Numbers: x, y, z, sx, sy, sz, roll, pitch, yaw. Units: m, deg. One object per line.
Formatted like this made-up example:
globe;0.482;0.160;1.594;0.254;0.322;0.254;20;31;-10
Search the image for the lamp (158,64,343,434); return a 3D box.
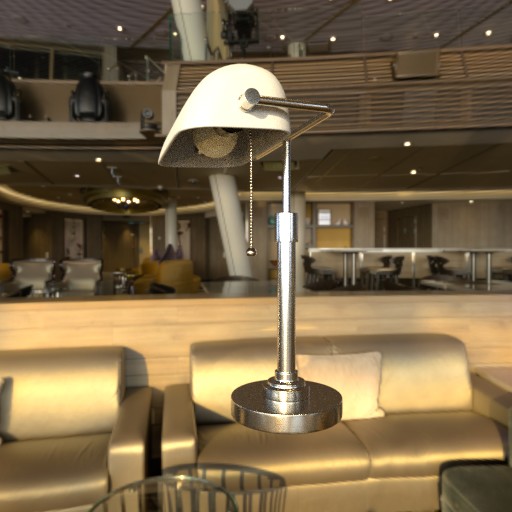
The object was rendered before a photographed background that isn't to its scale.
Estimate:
lamp;0.000;0.000;0.559;0.227;0.404;0.269;0;1;-19
